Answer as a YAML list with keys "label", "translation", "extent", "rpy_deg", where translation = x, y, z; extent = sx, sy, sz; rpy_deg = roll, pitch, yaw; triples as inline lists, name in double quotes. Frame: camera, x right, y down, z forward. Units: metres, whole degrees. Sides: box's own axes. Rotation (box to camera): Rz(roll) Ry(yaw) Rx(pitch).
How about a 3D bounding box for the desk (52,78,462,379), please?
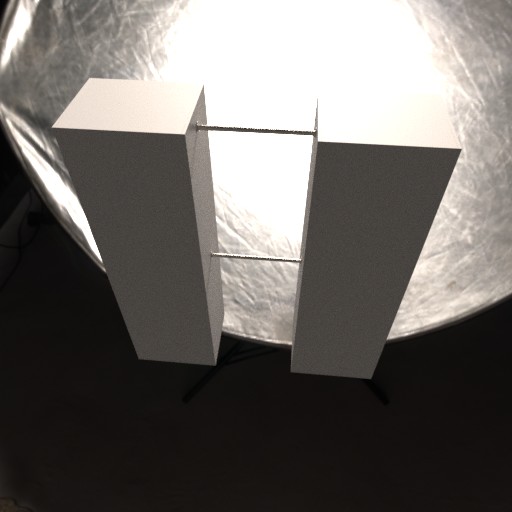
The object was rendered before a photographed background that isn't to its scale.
- label: "desk"
  translation: [0.000, 0.000, 2.797]
  extent: [1.770, 2.000, 0.480]
  rpy_deg: [4, 47, 4]
